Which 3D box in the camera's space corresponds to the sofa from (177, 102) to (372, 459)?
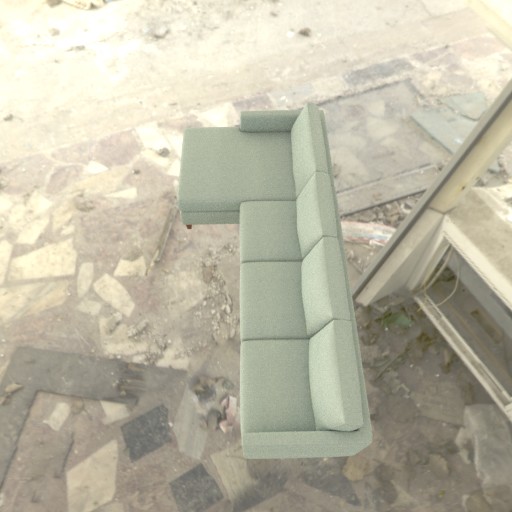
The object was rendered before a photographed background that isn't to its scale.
[{"bbox_3d":[0.000,0.000,4.213,1.600,0.953,3.470,-1,58,-1],"label":"sofa"}]
